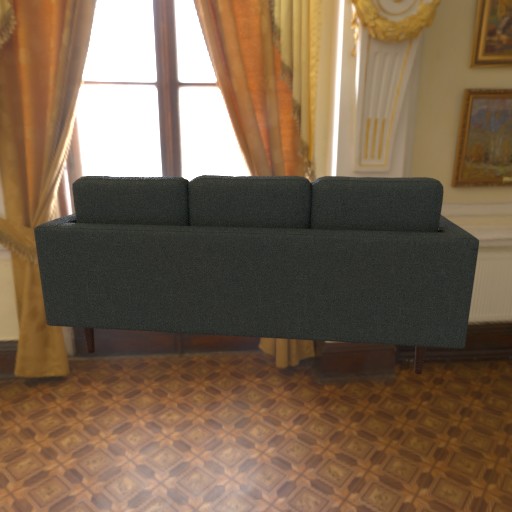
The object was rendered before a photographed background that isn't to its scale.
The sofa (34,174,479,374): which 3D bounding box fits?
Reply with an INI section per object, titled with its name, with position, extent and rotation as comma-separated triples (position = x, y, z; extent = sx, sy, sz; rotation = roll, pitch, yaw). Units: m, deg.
[sofa]
position = 0.000, 0.000, 2.487
extent = 2.013, 0.945, 0.935
rotation = 2, 16, 7
